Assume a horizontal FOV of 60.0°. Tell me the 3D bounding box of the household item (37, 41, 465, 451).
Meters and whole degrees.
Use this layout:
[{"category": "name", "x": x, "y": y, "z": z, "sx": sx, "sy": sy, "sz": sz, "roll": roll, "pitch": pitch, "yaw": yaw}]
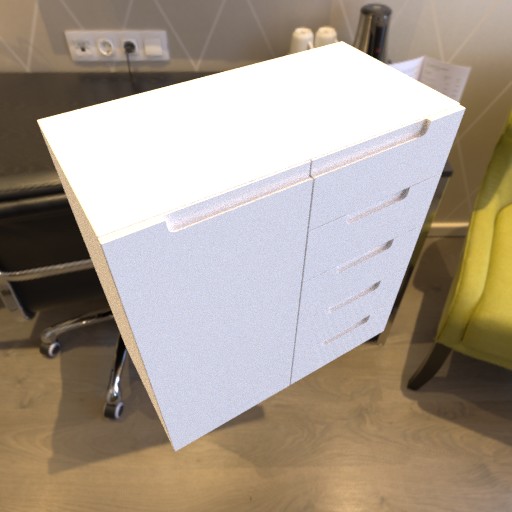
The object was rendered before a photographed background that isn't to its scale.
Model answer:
[{"category": "household item", "x": 0.000, "y": 0.000, "z": 1.246, "sx": 0.800, "sy": 0.870, "sz": 0.420, "roll": -24, "pitch": 51, "yaw": -21}]
